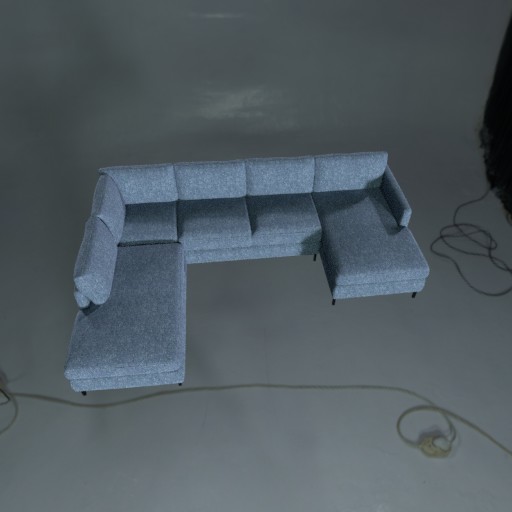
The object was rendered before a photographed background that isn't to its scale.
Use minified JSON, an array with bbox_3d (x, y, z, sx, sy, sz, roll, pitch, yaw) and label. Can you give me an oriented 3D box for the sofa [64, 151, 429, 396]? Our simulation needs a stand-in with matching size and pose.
[{"bbox_3d":[0.000,0.000,3.614,2.737,0.756,1.879,-4,47,-4],"label":"sofa"}]
